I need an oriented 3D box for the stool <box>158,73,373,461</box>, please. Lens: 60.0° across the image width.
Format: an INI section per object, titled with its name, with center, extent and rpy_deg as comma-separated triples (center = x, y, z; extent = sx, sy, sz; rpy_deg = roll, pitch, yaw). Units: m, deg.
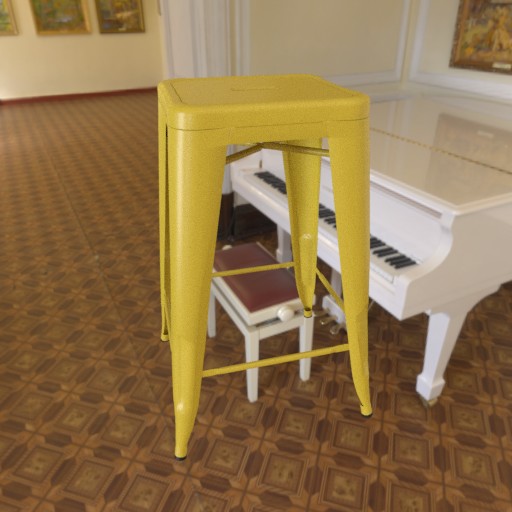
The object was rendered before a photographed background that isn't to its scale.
[stool]
center = 0.000, 0.000, 0.843
extent = 0.399, 0.609, 0.359
rpy_deg = -8, 31, -13
